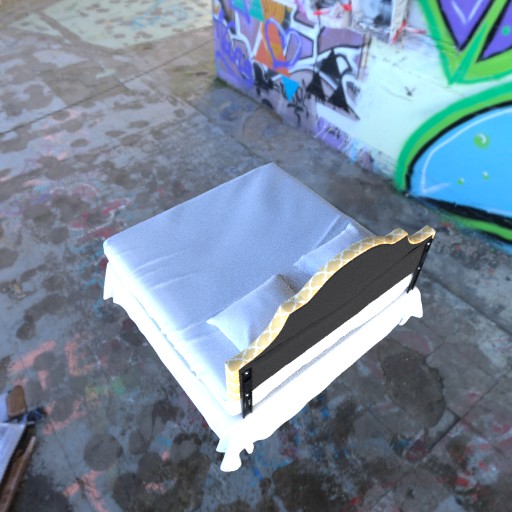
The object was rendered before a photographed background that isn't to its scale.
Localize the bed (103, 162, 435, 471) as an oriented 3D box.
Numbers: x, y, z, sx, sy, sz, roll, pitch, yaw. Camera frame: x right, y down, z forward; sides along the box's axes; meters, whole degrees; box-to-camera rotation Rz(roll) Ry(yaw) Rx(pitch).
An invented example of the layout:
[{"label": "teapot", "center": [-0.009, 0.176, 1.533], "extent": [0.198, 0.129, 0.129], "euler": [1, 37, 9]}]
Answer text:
[{"label": "bed", "center": [0.000, 0.000, 3.831], "extent": [2.314, 1.601, 2.222], "euler": [-30, 53, -26]}]
